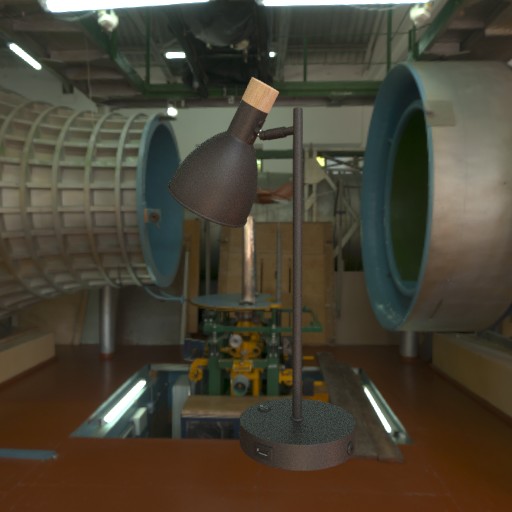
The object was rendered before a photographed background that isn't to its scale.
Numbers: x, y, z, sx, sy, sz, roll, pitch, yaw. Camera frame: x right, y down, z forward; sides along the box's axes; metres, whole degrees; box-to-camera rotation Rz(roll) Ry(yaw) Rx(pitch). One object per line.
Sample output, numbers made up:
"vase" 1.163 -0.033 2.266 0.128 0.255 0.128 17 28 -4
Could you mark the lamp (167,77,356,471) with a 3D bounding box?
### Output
"lamp" 0.000 0.000 0.610 0.287 0.483 0.152 1 2 37
